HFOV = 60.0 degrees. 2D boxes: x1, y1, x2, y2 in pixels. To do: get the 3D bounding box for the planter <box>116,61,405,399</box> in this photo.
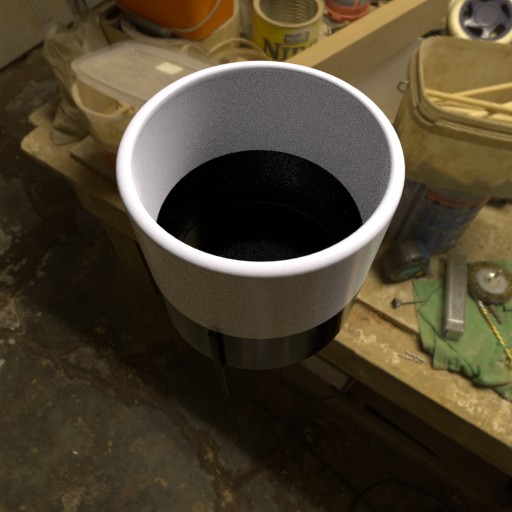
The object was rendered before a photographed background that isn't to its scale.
[{"bbox_3d":[0.000,0.000,0.646,0.310,0.432,0.310,31,64,17],"label":"planter"}]
